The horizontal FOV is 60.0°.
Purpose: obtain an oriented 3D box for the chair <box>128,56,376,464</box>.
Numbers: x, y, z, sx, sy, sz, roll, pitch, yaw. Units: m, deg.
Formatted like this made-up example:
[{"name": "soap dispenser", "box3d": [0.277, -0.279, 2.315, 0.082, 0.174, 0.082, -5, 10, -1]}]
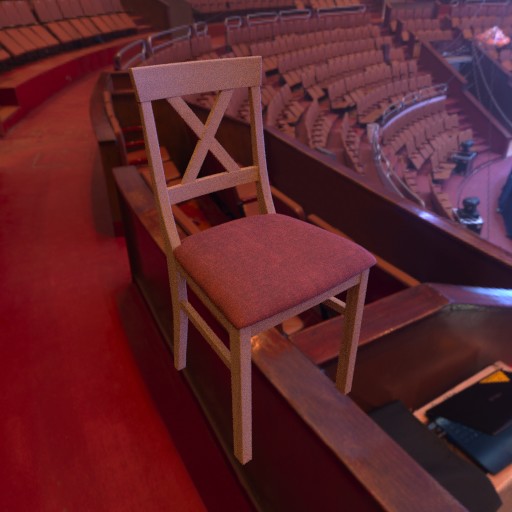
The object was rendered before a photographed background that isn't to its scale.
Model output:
[{"name": "chair", "box3d": [0.000, 0.000, 1.177, 0.439, 0.912, 0.492, -21, 37, -31]}]
